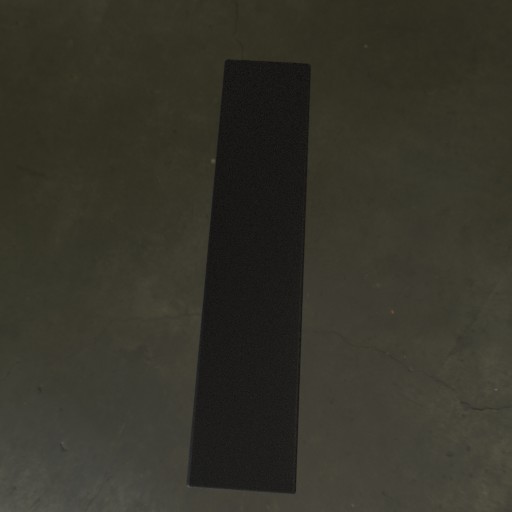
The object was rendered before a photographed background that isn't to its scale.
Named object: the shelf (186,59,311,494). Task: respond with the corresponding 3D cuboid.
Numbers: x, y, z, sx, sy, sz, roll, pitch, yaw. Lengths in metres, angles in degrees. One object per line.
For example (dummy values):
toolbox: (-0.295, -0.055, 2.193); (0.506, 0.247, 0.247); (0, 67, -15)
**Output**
shelf: (0.000, 0.000, 0.485); (0.102, 0.053, 0.456); (3, 76, 1)
